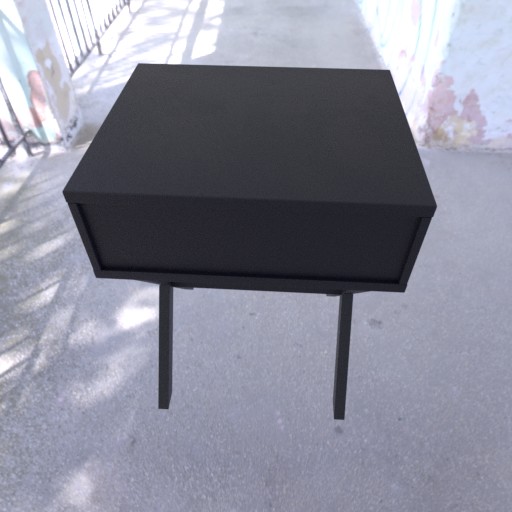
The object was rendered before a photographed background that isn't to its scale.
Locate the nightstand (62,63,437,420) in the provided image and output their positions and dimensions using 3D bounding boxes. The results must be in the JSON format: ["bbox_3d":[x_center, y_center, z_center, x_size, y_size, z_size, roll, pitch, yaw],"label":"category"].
[{"bbox_3d":[0.000,0.000,0.926,0.479,0.623,0.402,3,46,2],"label":"nightstand"}]
